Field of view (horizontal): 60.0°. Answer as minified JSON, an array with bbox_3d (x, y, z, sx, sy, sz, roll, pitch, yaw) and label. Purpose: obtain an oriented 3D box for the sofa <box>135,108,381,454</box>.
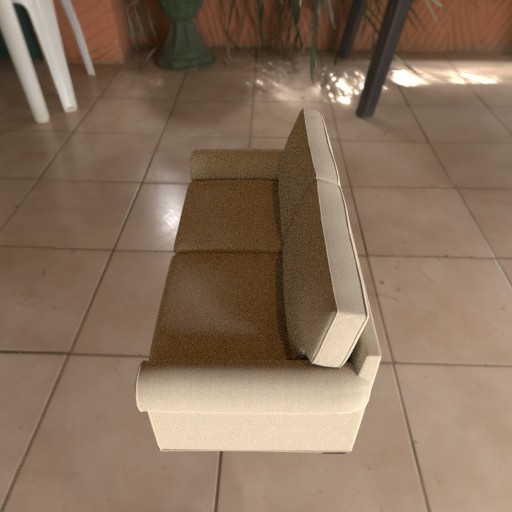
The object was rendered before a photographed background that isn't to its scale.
[{"bbox_3d":[0.000,0.000,2.260,0.861,0.933,1.774,0,42,0],"label":"sofa"}]
